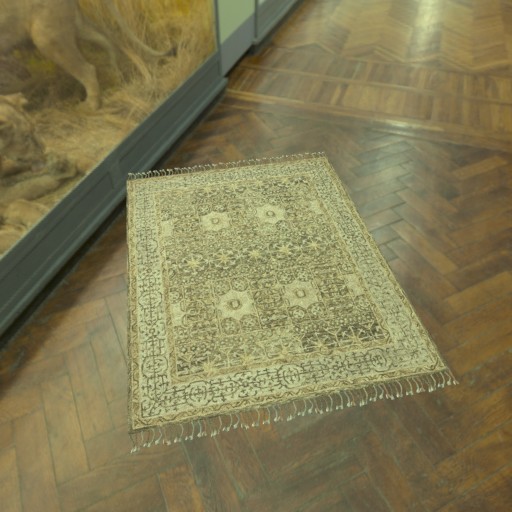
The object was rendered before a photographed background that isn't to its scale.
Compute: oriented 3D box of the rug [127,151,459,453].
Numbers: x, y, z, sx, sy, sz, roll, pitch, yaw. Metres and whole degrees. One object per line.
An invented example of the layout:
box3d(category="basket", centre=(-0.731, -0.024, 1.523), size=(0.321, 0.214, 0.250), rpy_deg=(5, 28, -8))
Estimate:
box3d(category="rug", centre=(0.000, 0.000, 4.265), size=(2.431, 0.017, 3.291), rpy_deg=(-8, 46, -8))
